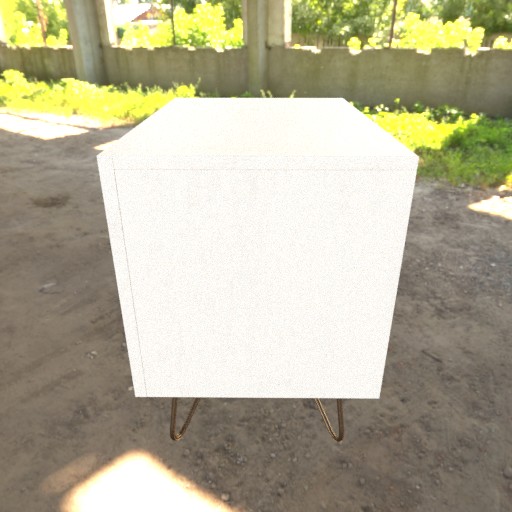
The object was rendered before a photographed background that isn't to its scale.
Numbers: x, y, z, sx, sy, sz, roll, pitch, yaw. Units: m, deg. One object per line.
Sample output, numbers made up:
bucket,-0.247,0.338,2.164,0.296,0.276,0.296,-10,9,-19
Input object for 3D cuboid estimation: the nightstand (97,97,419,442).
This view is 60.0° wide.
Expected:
nightstand,0.000,0.000,1.001,0.447,0.604,0.614,0,27,0
